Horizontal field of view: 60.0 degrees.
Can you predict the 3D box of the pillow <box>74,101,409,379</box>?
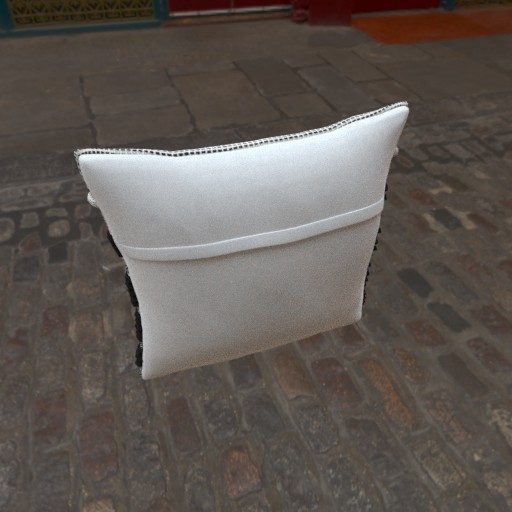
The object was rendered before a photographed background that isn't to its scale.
[{"bbox_3d":[0.000,0.000,0.689,0.436,0.438,0.156,-13,43,-14],"label":"pillow"}]
